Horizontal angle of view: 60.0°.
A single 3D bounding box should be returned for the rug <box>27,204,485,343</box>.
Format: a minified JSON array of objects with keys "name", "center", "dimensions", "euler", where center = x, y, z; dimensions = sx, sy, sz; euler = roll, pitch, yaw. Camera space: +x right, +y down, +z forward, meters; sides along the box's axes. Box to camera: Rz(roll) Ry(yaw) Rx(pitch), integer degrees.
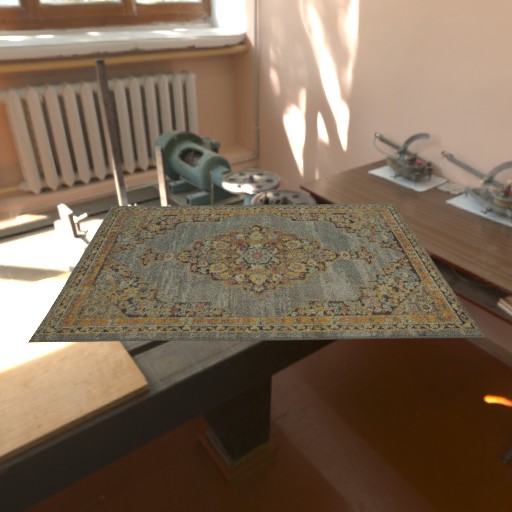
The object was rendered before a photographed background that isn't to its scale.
[{"name":"rug","center":[0.000,0.000,3.872],"dimensions":[3.063,0.024,2.158],"euler":[0,31,-1]}]
